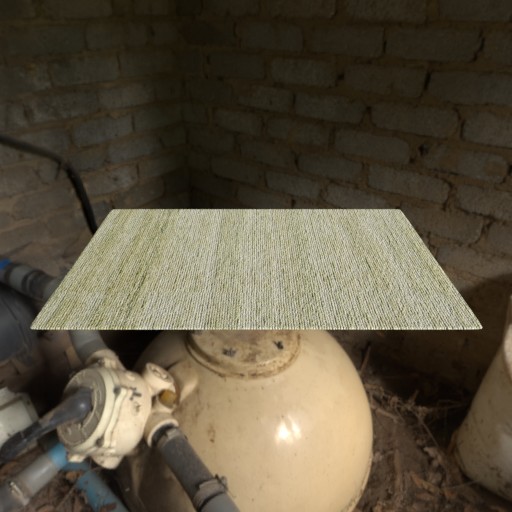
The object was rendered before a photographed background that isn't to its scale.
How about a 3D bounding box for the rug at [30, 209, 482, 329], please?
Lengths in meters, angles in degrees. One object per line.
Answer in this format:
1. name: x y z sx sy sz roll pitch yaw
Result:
1. rug: 0.000 0.000 2.203 1.758 0.010 1.143 0 30 0
